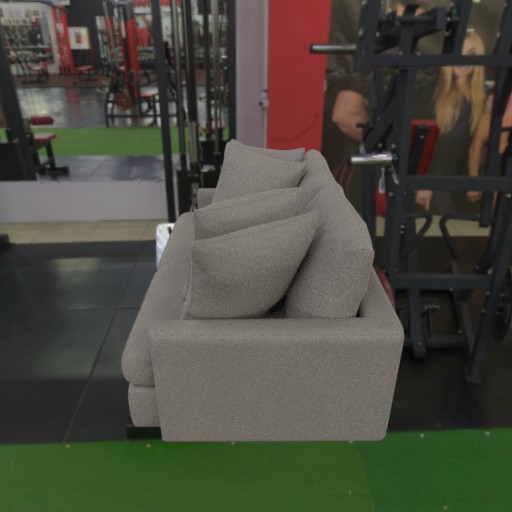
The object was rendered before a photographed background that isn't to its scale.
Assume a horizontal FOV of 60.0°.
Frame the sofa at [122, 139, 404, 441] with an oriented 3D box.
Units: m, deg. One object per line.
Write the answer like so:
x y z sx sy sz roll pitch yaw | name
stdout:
0.000 0.000 2.660 1.228 1.080 1.869 0 27 0 | sofa
